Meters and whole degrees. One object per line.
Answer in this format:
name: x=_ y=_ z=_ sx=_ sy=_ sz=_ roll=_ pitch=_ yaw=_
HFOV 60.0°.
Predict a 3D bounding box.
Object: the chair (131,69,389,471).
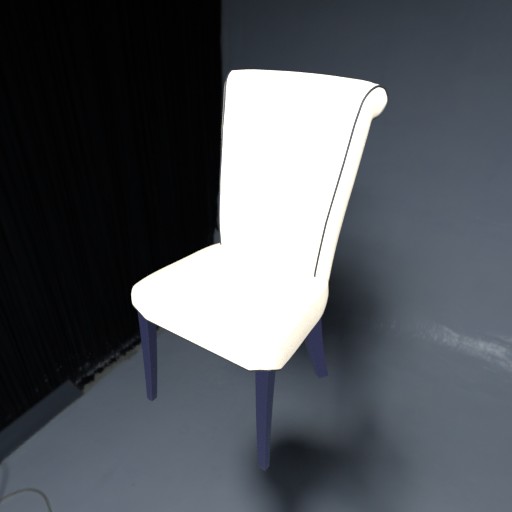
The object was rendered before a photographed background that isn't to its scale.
chair: x=0.000 y=0.000 z=1.377 sx=0.522 sy=0.997 sz=0.623 roll=19 pitch=35 yaw=29
